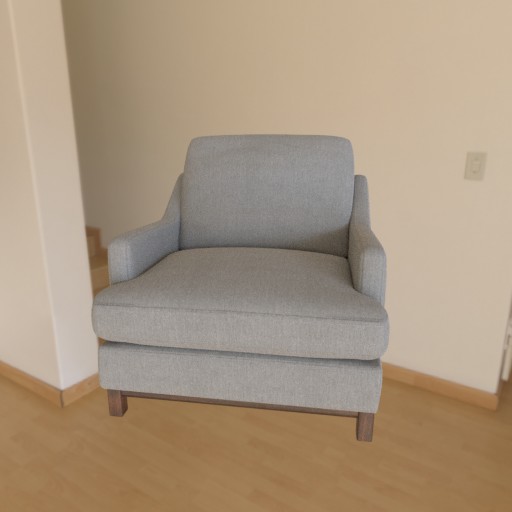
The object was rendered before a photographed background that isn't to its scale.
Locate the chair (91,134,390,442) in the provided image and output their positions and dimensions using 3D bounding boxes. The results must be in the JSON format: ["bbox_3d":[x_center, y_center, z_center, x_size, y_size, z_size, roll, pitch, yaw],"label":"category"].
[{"bbox_3d":[0.000,0.000,1.563,0.826,0.821,0.892,2,16,8],"label":"chair"}]
